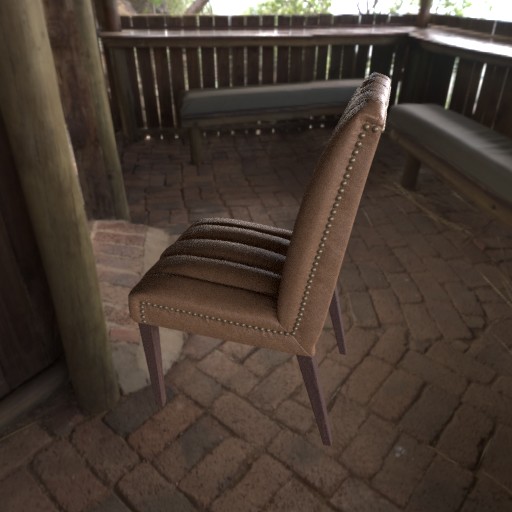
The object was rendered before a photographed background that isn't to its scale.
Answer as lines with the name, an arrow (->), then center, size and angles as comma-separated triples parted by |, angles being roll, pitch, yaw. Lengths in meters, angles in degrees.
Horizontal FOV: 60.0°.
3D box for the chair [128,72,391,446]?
chair -> 0.000, 0.000, 1.356 | 0.647, 1.016, 0.511 | 8, 32, 14
